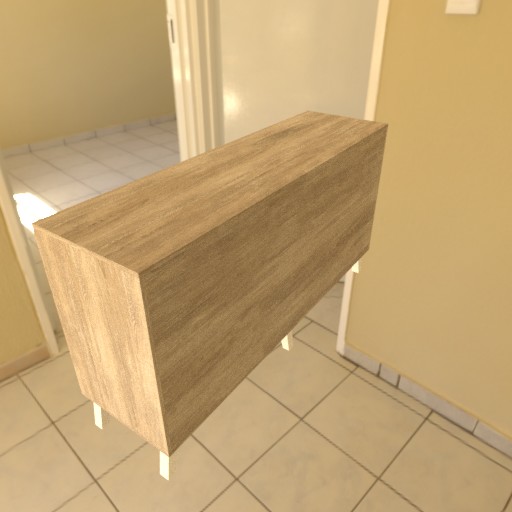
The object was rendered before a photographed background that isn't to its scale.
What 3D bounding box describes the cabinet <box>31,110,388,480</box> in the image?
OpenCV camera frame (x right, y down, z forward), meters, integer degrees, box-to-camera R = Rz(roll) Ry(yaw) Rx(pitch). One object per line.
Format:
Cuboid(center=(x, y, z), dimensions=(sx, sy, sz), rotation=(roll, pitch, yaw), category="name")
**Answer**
Cuboid(center=(0.000, 0.000, 1.944), dimensions=(0.450, 0.870, 1.600), rotation=(20, 37, 29), category="cabinet")
